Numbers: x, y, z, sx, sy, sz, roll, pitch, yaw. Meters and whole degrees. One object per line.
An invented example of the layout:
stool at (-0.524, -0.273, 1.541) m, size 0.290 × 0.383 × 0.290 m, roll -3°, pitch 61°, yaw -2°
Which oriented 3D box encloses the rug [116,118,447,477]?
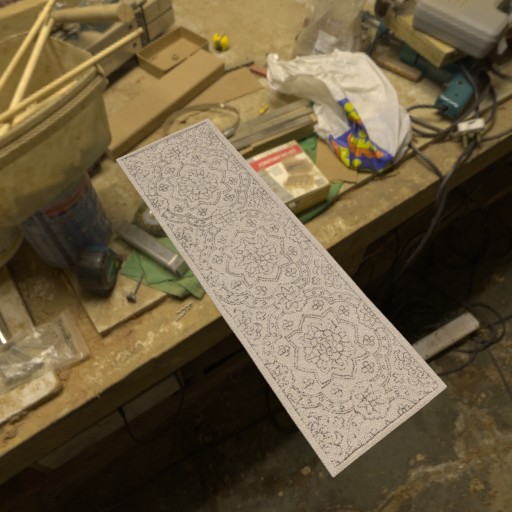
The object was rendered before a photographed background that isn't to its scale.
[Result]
rug at (0.000, 0.000, 2.728) m, size 0.769 × 0.012 × 2.448 m, roll -30°, pitch 63°, yaw -17°
